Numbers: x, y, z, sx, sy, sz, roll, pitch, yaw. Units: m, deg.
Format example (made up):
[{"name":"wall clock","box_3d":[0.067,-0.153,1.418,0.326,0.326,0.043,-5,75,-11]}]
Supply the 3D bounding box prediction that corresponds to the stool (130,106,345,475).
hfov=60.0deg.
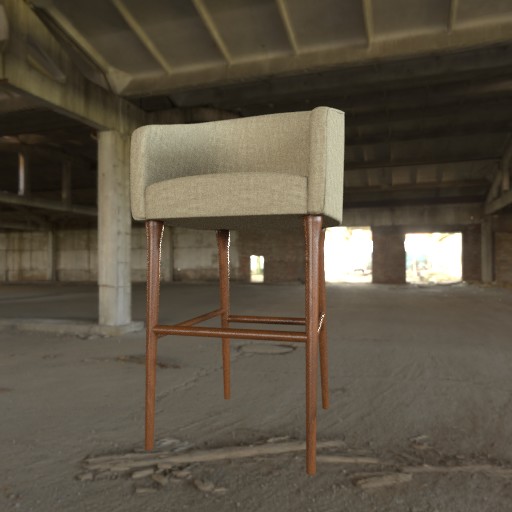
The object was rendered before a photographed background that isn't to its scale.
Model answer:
[{"name":"stool","box_3d":[0.000,0.000,1.418,0.559,1.078,0.607,0,-1,18]}]
